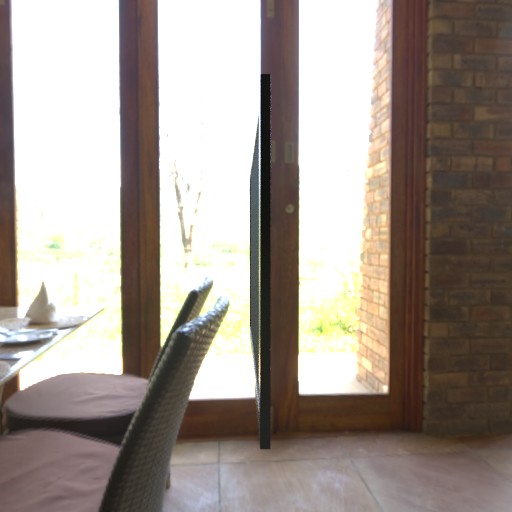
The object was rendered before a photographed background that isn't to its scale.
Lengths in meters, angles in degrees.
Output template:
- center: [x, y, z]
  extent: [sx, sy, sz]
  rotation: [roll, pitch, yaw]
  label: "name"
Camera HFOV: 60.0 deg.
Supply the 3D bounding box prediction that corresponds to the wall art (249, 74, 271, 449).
- center: [0.000, 0.000, 0.857]
  extent: [0.013, 0.447, 0.660]
  rotation: [0, 2, -2]
  label: "wall art"
